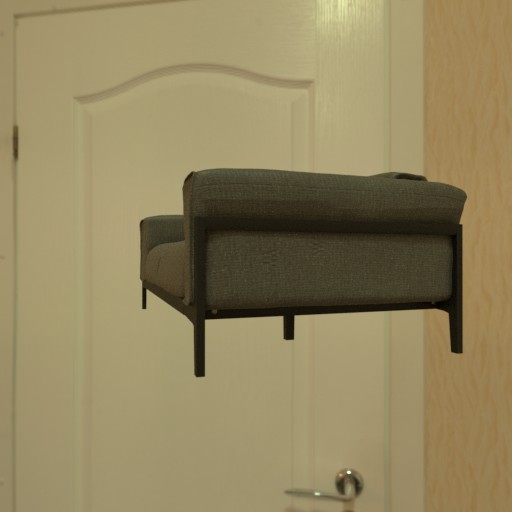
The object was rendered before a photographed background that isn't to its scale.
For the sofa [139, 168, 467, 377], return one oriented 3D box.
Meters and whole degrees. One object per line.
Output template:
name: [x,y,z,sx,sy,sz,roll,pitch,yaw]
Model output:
sofa: [0.000,0.000,2.133,0.960,0.656,1.690,0,0,-19]
